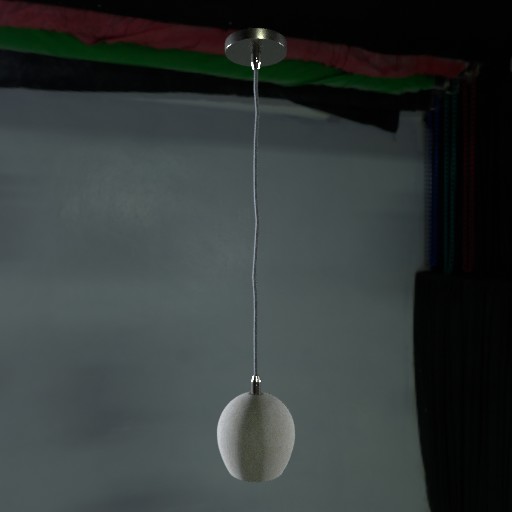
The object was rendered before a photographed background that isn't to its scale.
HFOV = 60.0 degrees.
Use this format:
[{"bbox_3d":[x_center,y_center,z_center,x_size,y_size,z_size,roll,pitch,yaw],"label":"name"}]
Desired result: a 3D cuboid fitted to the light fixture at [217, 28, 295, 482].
[{"bbox_3d":[0.000,0.000,0.797,0.139,0.764,0.139,0,0,-19],"label":"light fixture"}]
